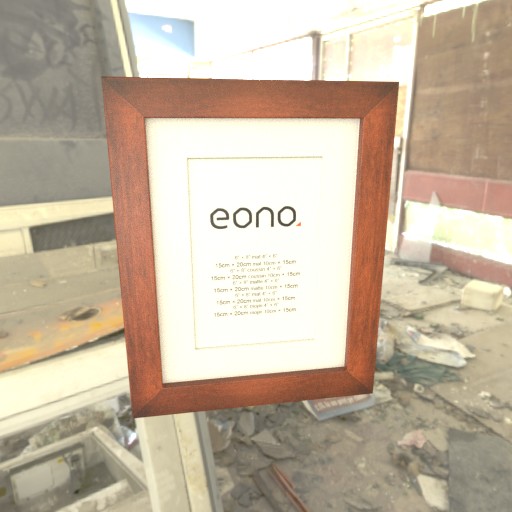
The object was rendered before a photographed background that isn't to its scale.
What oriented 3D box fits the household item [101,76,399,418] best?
[{"bbox_3d":[0.000,0.000,0.338,0.200,0.250,0.020,-3,17,-9],"label":"household item"}]
